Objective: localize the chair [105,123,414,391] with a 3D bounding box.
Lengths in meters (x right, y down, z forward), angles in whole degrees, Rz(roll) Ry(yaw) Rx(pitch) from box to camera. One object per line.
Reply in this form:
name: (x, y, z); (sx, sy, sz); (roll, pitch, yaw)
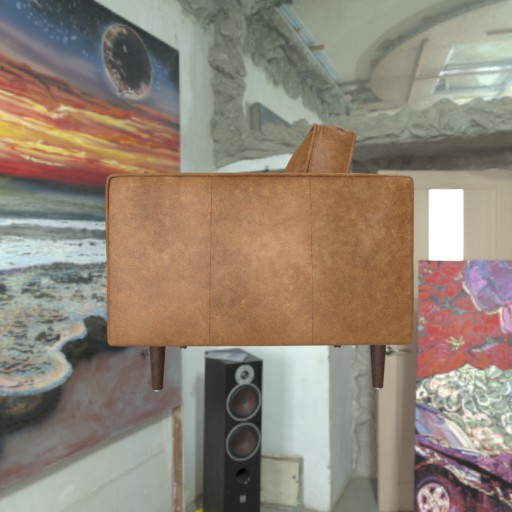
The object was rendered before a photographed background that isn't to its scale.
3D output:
chair: (0.000, 0.000, 1.556); (0.798, 0.767, 0.928); (0, 0, -2)
